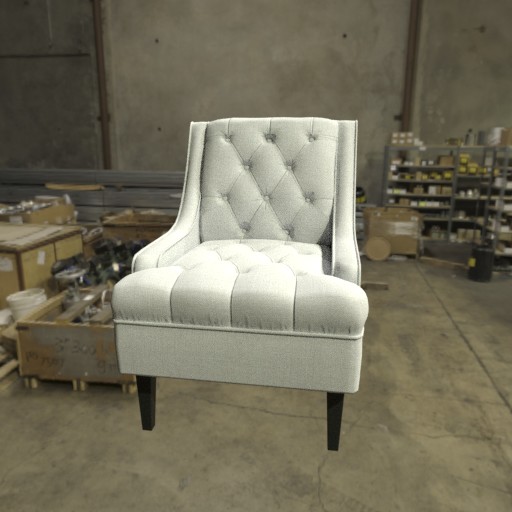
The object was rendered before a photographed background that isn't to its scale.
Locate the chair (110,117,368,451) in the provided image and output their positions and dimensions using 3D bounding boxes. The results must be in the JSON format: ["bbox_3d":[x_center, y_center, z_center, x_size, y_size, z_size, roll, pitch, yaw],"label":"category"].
[{"bbox_3d":[0.000,0.000,1.416,0.658,0.891,0.772,2,14,9],"label":"chair"}]
